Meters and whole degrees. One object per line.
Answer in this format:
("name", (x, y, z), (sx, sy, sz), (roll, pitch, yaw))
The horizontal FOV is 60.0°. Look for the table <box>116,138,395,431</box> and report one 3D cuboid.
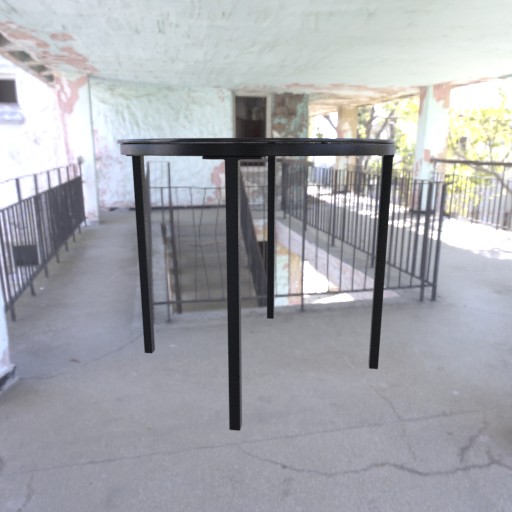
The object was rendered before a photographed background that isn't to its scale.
("table", (0.000, 0.000, 0.881), (0.499, 0.443, 0.499), (0, 14, 0))
